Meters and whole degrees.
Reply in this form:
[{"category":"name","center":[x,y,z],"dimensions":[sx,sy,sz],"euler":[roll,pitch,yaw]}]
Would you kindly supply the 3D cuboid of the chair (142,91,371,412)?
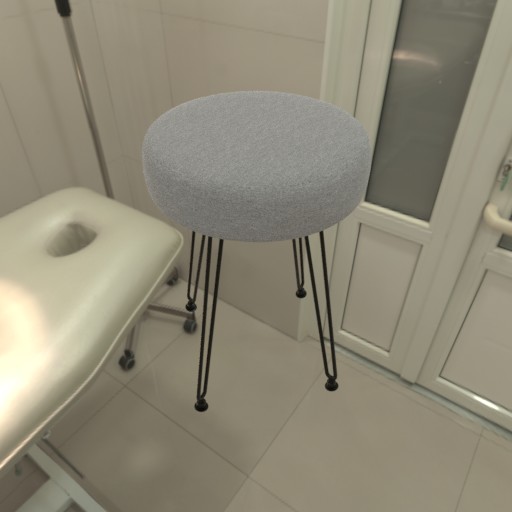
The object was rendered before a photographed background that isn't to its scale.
[{"category":"chair","center":[0.000,0.000,0.709],"dimensions":[0.350,0.440,0.350],"euler":[24,46,26]}]
